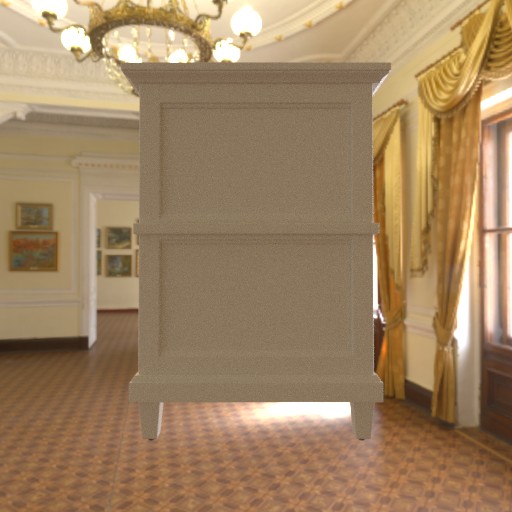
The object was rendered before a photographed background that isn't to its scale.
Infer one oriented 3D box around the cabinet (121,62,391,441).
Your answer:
[{"bbox_3d":[0.000,0.000,1.161,0.547,0.775,0.544,0,-1,0],"label":"cabinet"}]
